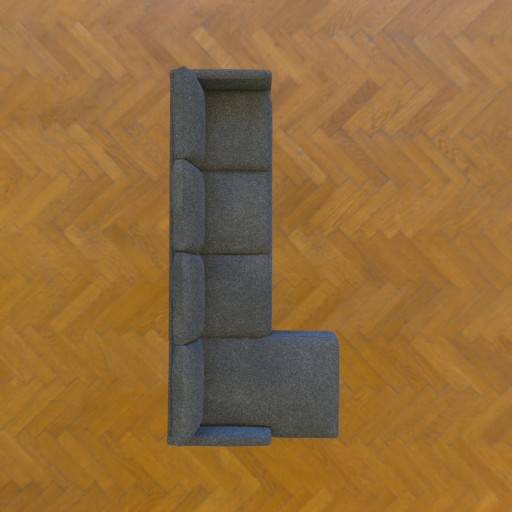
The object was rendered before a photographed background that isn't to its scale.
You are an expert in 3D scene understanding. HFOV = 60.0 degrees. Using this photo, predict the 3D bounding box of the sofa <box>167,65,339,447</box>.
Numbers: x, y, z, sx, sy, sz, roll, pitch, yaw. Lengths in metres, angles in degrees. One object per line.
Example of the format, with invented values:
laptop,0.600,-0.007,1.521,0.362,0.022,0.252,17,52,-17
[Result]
sofa,0.000,0.000,3.575,1.350,0.810,2.932,0,88,0
